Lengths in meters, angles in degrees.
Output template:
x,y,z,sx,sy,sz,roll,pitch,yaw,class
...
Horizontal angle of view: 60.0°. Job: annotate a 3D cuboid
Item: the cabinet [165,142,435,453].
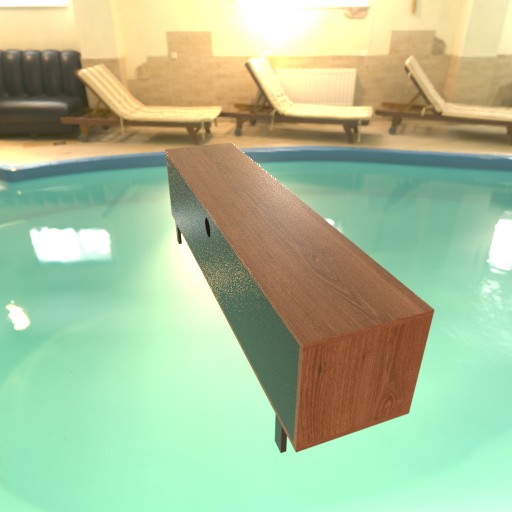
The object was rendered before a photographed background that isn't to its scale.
x,y,z,sx,sy,sz,roll,pitch,yaw,class
0.000,0.000,1.860,0.400,0.500,1.650,-11,31,-18,cabinet
